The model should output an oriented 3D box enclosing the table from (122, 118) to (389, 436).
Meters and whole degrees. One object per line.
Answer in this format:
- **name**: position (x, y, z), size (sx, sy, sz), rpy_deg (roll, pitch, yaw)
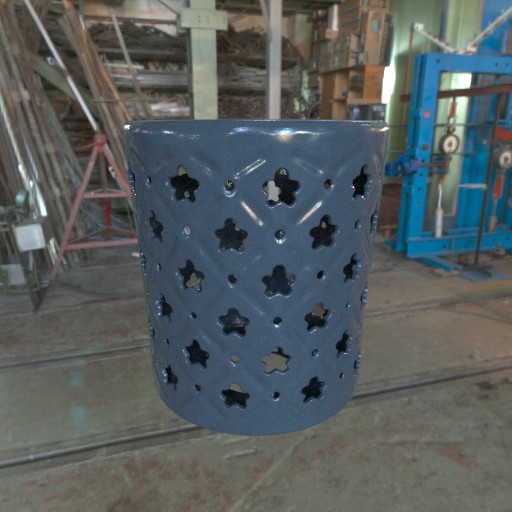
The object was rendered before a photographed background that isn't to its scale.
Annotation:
- **table**: position (0.000, 0.000, 0.654), size (0.352, 0.387, 0.352), rpy_deg (0, 16, 0)
